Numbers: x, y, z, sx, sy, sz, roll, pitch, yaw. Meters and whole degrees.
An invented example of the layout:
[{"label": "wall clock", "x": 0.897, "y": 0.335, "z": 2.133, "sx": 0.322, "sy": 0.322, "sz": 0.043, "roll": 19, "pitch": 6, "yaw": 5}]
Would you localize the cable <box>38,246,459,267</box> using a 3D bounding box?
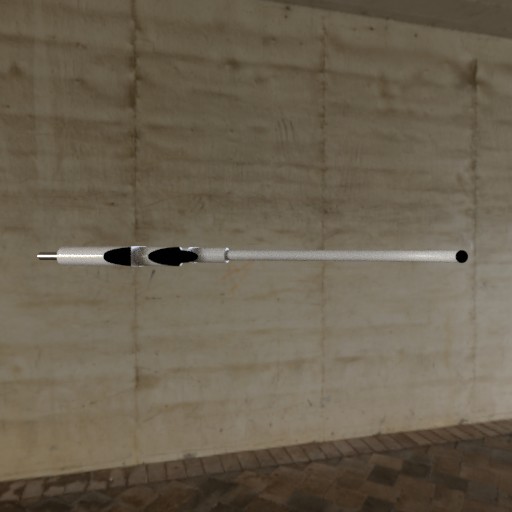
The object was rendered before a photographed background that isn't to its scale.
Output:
[{"label": "cable", "x": 0.000, "y": 0.000, "z": 0.111, "sx": 0.098, "sy": 0.005, "sz": 0.041, "roll": 0, "pitch": 1, "yaw": 17}]
